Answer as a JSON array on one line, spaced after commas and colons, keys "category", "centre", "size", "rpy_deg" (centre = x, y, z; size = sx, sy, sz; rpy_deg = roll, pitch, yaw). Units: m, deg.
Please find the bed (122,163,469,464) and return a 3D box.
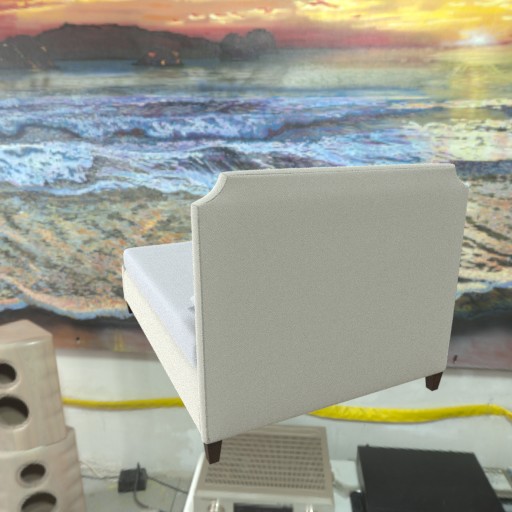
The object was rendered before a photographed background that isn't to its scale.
[{"category": "bed", "centre": [0.000, 0.000, 3.424], "size": [1.712, 1.497, 2.372], "rpy_deg": [-7, 17, -25]}]
